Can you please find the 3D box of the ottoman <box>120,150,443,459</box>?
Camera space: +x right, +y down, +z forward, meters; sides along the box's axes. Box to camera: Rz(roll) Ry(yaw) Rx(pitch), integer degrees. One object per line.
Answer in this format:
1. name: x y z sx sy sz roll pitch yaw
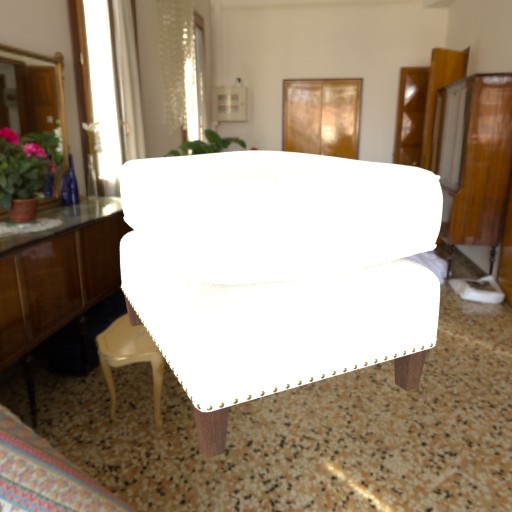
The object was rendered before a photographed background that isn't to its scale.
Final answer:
1. ottoman: 0.000 0.000 1.159 0.589 0.537 0.738 -8 17 -26
